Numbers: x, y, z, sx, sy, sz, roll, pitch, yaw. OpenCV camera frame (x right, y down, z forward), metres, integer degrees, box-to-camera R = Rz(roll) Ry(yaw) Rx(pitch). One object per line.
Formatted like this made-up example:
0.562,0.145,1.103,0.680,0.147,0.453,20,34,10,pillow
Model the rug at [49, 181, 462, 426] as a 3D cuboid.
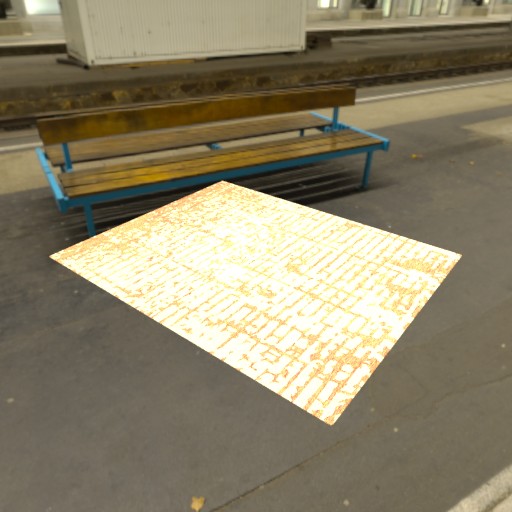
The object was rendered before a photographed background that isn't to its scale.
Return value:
0.000,0.000,4.187,3.050,0.011,2.441,22,38,32,rug
